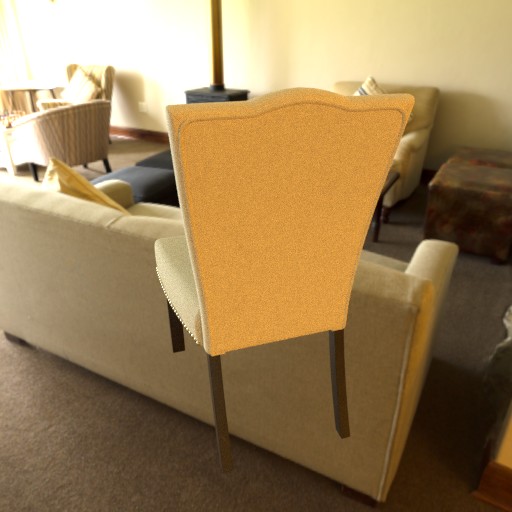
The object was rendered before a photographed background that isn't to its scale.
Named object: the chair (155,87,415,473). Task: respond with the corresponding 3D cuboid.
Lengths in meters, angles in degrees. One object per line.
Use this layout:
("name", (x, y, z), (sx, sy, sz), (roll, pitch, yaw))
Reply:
("chair", (0.000, 0.000, 1.243), (0.518, 0.946, 0.589), (-9, 29, -16))
